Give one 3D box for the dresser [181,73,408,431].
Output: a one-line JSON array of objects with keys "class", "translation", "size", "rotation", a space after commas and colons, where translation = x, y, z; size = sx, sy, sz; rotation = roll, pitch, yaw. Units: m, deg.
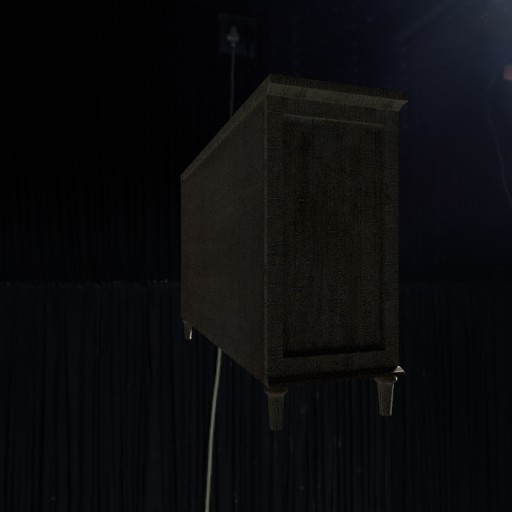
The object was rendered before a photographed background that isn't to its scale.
[{"class": "dresser", "translation": [0.000, 0.000, 2.080], "size": [0.457, 1.016, 1.626], "rotation": [0, 0, -18]}]
